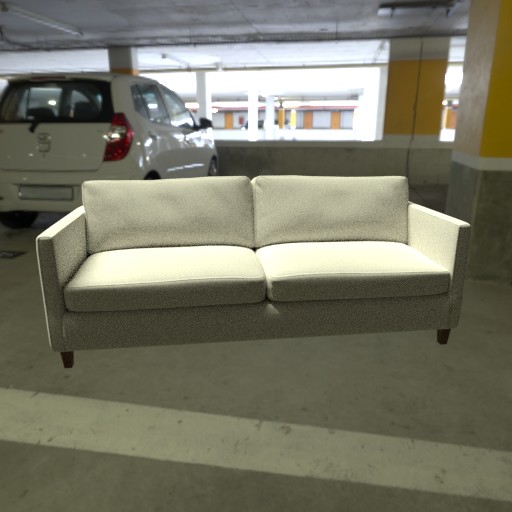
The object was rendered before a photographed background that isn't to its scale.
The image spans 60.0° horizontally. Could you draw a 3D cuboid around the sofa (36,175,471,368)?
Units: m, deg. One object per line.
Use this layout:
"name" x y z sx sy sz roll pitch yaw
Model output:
"sofa" 0.000 0.000 2.843 2.361 0.962 0.951 -2 17 -7
